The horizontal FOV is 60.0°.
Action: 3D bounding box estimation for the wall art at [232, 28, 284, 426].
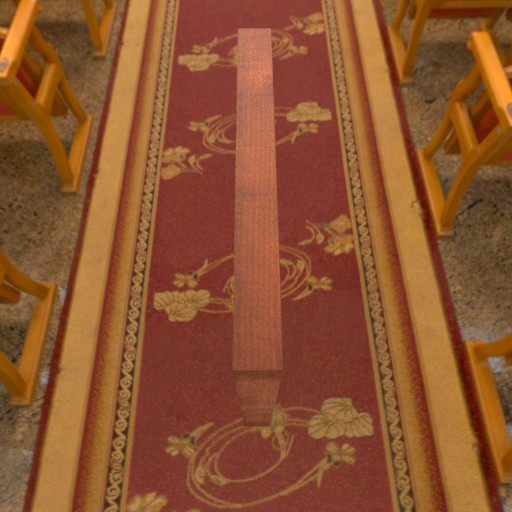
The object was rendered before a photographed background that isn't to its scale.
[{"bbox_3d":[0.000,0.000,0.590,0.038,0.385,0.386,0,63,0],"label":"wall art"}]
